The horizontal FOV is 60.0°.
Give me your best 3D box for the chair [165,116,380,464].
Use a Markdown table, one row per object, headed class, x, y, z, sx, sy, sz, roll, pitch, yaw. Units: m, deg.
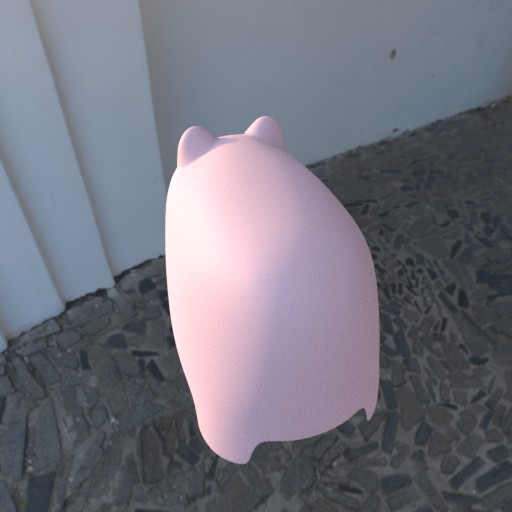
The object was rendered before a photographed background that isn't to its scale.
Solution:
| class | x | y | z | sx | sy | sz | roll | pitch | yaw |
| --- | --- | --- | --- | --- | --- | --- | --- | --- | --- |
| chair | 0.000 | 0.000 | 0.854 | 0.364 | 0.423 | 0.619 | -13 | 42 | -15 |
